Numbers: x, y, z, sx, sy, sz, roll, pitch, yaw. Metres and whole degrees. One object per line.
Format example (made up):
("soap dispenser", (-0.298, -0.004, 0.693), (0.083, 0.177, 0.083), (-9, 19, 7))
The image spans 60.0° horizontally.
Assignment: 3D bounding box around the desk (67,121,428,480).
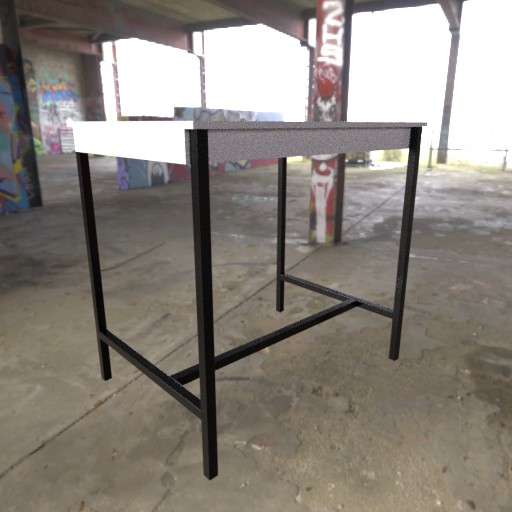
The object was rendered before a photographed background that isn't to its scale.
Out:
("desk", (0.000, 0.000, 1.322), (0.811, 0.766, 0.573), (-15, 22, -40))
